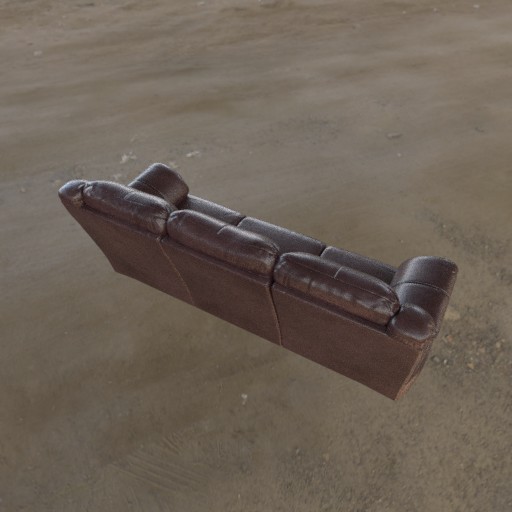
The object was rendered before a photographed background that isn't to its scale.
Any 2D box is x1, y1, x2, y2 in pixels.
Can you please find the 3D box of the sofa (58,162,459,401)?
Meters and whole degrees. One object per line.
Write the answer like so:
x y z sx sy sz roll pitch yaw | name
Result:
0.000 0.000 2.866 2.337 1.043 0.991 21 48 20 | sofa
